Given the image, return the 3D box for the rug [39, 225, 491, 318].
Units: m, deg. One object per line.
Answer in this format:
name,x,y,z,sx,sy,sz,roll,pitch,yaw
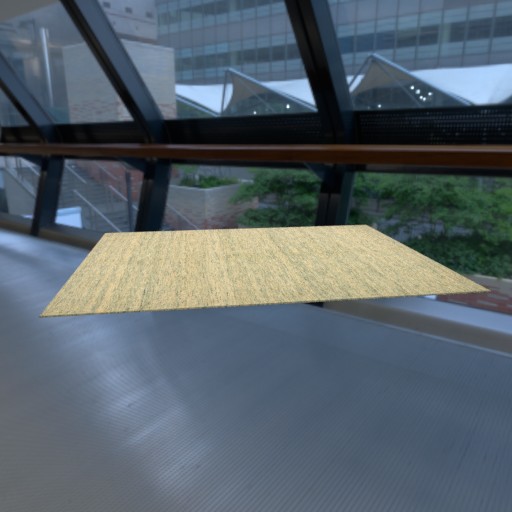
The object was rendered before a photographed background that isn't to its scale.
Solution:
rug,0.000,0.000,4.249,3.201,0.014,2.437,-2,16,-8
